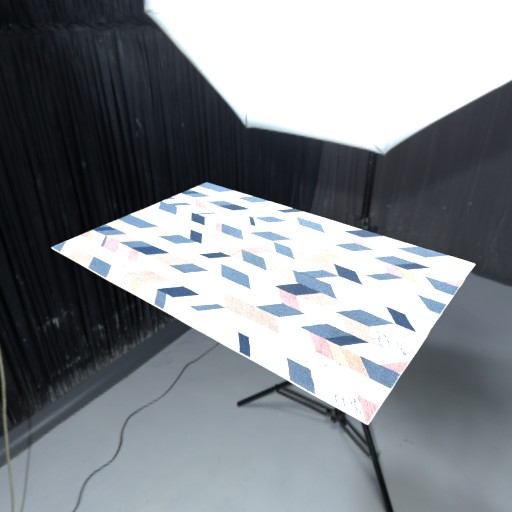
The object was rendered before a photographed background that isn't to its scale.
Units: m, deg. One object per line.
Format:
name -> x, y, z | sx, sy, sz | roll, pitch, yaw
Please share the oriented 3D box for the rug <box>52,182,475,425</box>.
rug -> 0.000, 0.000, 2.255 | 1.813, 0.006, 1.202 | 21, 37, 32
